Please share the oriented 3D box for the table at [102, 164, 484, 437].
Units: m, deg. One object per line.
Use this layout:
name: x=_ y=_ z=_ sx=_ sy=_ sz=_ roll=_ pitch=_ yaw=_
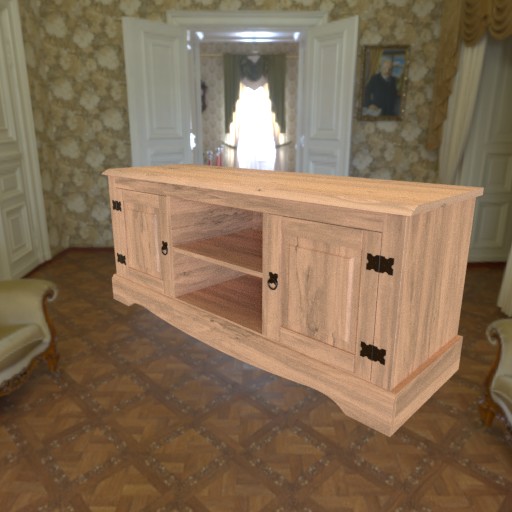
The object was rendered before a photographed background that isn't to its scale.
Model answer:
table: x=0.000 y=0.000 z=1.442 sx=1.200 sy=0.510 sz=0.400 roll=15 pitch=21 yaw=42
